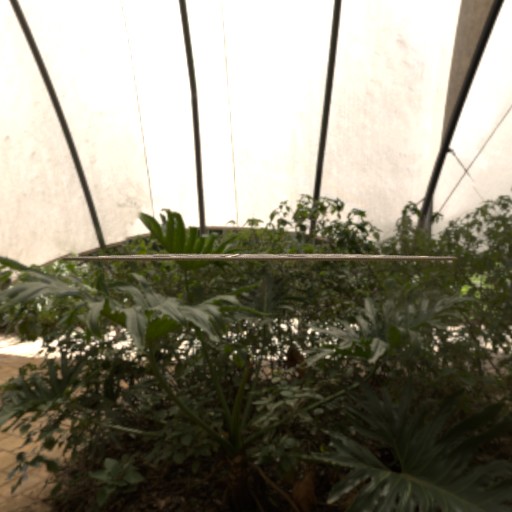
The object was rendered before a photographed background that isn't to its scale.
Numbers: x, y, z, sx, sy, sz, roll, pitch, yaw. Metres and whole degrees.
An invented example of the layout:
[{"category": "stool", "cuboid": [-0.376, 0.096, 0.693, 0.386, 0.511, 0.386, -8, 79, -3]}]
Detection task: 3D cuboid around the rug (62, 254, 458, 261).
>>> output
[{"category": "rug", "cuboid": [0.000, 0.000, 2.839, 1.528, 0.014, 2.294, 0, 1, -1]}]
